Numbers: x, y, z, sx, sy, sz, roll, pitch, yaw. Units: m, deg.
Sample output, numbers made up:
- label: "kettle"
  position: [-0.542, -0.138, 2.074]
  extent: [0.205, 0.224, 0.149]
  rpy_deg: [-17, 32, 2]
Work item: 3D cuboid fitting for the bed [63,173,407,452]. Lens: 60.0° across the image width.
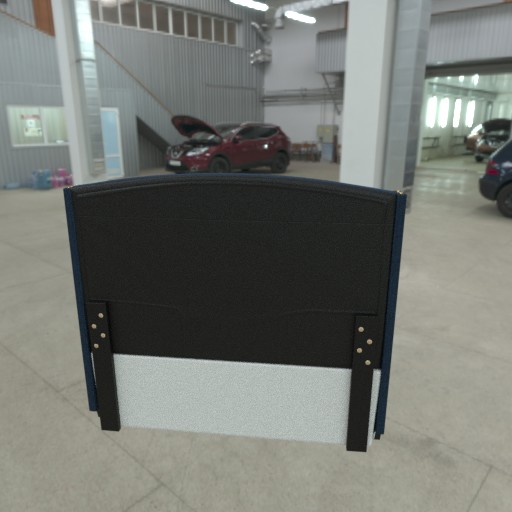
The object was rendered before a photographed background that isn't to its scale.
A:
- label: "bed"
  position: [0.000, 0.000, 3.211]
  extent: [1.604, 1.402, 2.223]
  rpy_deg: [2, 17, 7]
